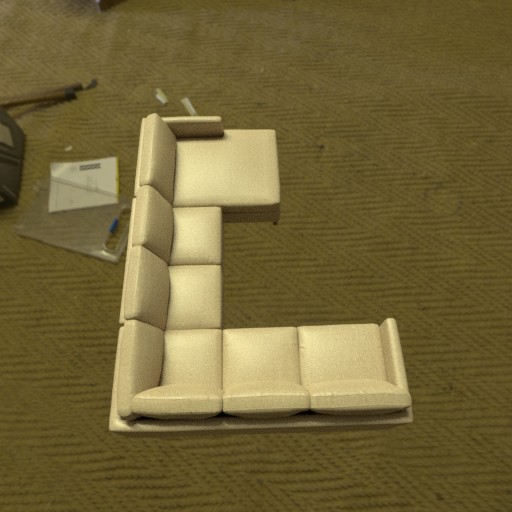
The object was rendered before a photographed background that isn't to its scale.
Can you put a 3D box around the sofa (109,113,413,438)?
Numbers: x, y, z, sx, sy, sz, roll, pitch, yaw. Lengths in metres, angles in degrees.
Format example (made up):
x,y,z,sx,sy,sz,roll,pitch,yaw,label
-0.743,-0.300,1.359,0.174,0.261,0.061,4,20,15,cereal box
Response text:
x,y,z,sx,sy,sz,roll,pitch,yaw,label
0.000,0.000,4.670,2.594,0.961,3.460,-2,64,-1,sofa
